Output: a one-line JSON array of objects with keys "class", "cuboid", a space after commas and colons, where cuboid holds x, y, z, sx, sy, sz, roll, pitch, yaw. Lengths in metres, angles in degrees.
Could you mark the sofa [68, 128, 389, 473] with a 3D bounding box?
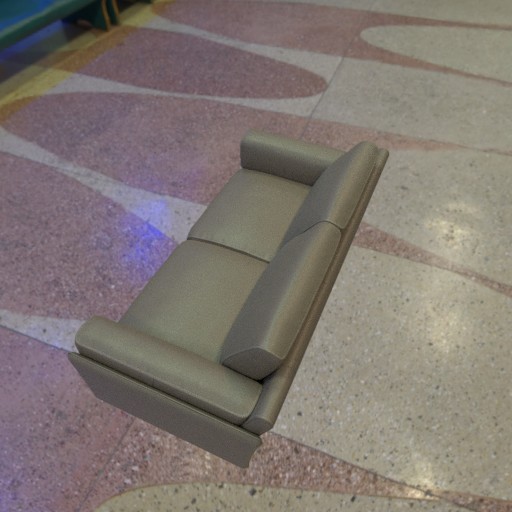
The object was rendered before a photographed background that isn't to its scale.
[{"class": "sofa", "cuboid": [0.000, 0.000, 2.662, 1.049, 0.930, 2.101, 19, 51, 16]}]
